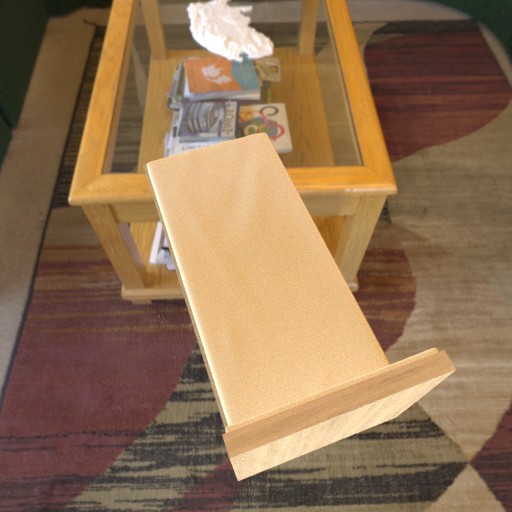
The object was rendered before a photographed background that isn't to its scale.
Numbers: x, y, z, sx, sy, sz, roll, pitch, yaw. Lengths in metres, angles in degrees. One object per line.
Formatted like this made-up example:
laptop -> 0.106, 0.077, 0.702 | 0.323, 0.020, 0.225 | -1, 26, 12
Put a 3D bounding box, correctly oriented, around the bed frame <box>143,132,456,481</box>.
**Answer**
bed frame -> 0.000, 0.000, 2.669 | 0.990, 0.920, 2.140 | -17, 60, -10
